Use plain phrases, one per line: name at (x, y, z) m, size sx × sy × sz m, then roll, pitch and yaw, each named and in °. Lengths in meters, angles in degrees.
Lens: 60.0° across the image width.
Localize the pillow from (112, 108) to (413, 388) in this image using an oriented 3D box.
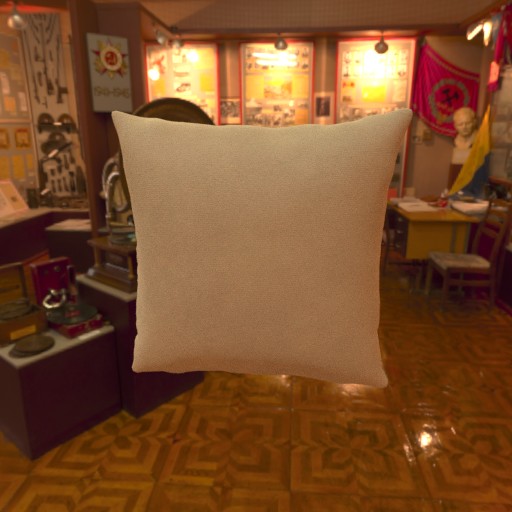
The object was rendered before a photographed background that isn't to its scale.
pillow at (0.000, 0.000, 0.690) m, size 0.433 × 0.434 × 0.196 m, roll 2°, pitch 16°, yaw 7°
